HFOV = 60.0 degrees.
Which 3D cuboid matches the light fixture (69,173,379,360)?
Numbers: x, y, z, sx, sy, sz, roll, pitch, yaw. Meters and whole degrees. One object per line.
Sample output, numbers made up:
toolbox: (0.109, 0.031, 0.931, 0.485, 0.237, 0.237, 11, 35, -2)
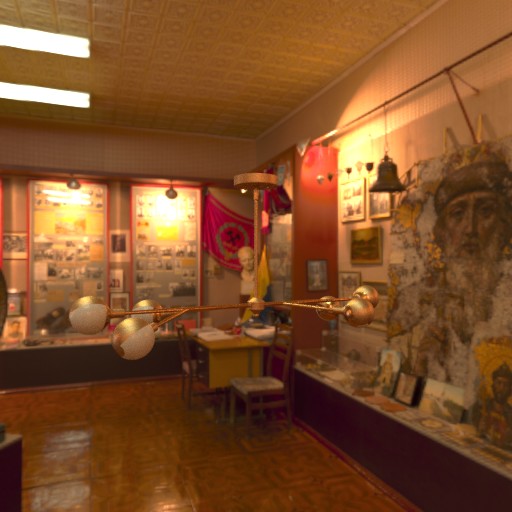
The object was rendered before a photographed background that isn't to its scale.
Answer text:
light fixture: (0.000, 0.000, 1.019, 0.778, 0.362, 0.434, 0, -1, -18)
